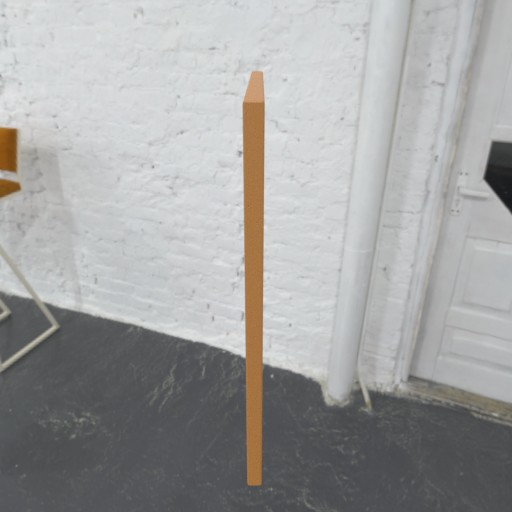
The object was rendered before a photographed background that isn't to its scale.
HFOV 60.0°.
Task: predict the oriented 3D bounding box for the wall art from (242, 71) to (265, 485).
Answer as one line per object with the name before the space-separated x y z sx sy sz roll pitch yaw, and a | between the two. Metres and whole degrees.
wall art | 0.000 0.000 0.753 0.022 0.553 0.452 0 26 1
